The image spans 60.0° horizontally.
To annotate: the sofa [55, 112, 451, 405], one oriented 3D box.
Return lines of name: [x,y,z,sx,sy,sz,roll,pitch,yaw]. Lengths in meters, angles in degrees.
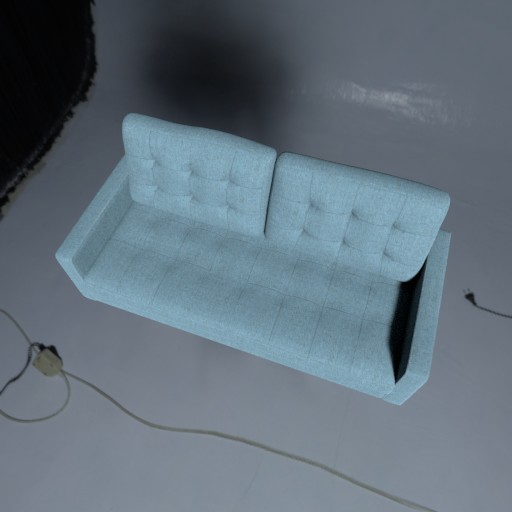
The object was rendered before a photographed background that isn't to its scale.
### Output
sofa: [0.000,0.000,2.546,2.010,1.050,0.966,17,60,10]
